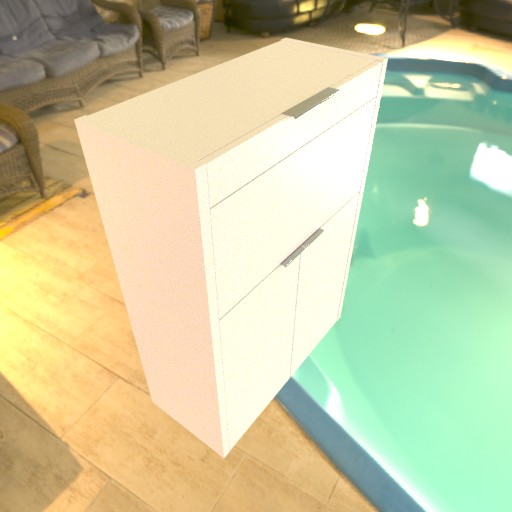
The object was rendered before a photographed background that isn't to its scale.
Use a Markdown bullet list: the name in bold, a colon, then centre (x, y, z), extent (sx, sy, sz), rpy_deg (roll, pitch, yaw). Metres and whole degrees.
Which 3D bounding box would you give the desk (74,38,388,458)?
- **desk**: centre (0.000, 0.000, 1.560), extent (0.390, 1.190, 0.850), rpy_deg (26, 47, 27)
